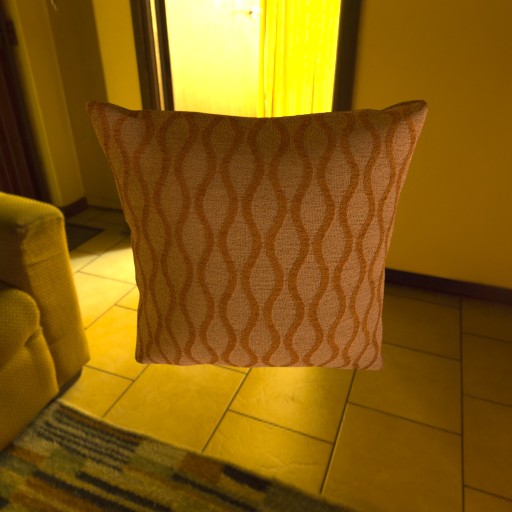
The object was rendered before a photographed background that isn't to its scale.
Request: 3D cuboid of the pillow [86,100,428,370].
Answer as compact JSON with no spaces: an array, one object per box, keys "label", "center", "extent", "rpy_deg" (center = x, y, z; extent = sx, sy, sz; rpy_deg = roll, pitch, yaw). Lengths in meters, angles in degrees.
[{"label":"pillow","center":[0.000,0.000,0.648],"extent":[0.429,0.436,0.159],"rpy_deg":[1,29,1]}]
